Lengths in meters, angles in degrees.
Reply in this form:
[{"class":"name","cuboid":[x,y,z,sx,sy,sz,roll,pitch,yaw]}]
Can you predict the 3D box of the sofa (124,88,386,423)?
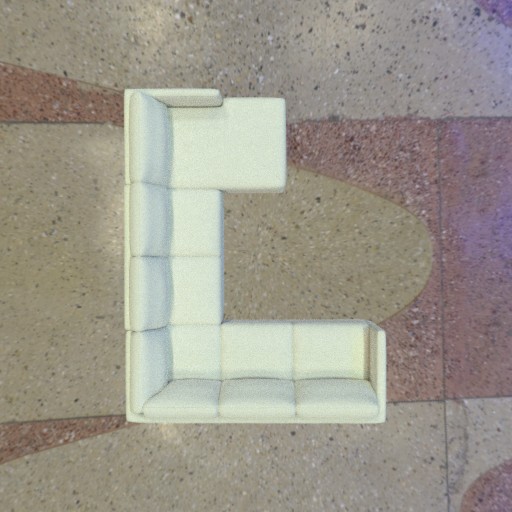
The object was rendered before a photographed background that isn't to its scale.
[{"class":"sofa","cuboid":[0.000,0.000,4.515,2.551,0.853,3.238,0,91,0]}]
